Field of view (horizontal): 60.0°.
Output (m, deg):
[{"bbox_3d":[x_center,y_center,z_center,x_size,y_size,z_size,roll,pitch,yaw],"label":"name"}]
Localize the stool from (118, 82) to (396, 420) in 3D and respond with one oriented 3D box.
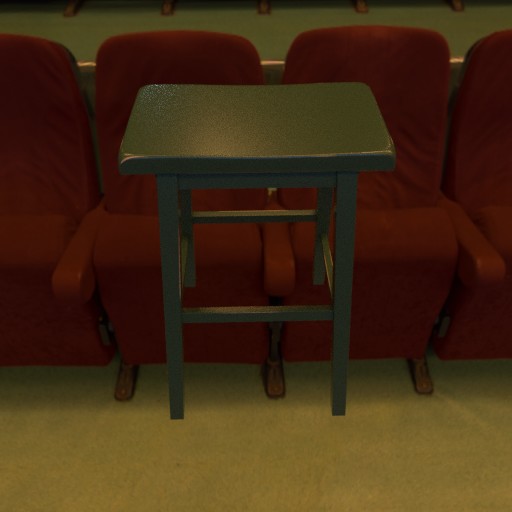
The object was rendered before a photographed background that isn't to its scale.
[{"bbox_3d":[0.000,0.000,1.050,0.457,0.737,0.476,-1,47,-1],"label":"stool"}]
